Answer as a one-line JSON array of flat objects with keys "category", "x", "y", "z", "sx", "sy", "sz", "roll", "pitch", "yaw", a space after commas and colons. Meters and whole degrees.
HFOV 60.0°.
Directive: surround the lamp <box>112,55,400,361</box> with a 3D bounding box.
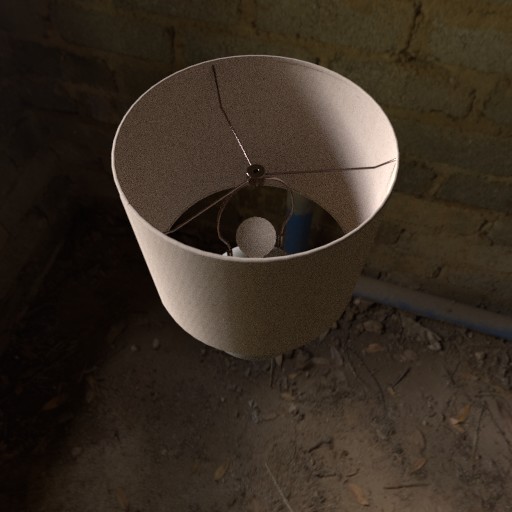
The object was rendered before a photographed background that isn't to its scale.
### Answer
[{"category": "lamp", "x": 0.000, "y": 0.000, "z": 0.590, "sx": 0.269, "sy": 0.409, "sz": 0.269, "roll": -18, "pitch": 59, "yaw": -11}]
